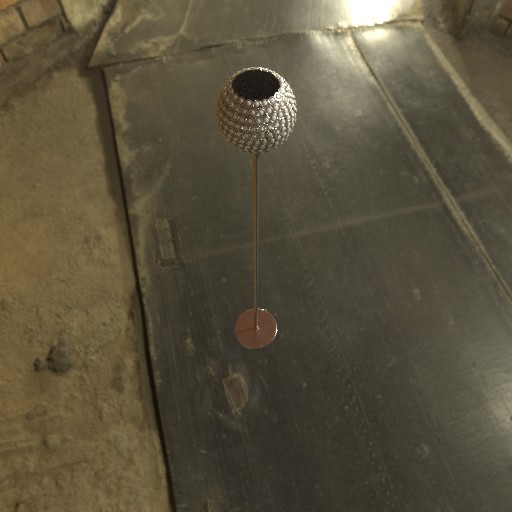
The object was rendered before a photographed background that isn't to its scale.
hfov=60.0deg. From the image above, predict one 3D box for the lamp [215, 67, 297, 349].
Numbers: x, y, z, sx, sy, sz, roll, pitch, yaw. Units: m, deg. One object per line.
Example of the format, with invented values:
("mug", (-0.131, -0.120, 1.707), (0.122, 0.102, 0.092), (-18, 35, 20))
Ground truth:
("lamp", (0.000, 0.000, 1.943), (0.254, 1.805, 0.254), (0, 60, 0))
